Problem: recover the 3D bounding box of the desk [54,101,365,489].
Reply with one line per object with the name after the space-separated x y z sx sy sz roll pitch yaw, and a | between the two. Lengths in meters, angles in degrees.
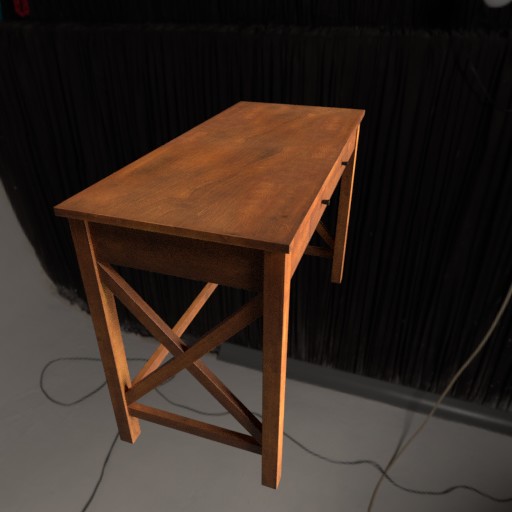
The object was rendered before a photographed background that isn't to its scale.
0.000 0.000 1.495 0.508 0.762 1.117 10 32 16 | desk
